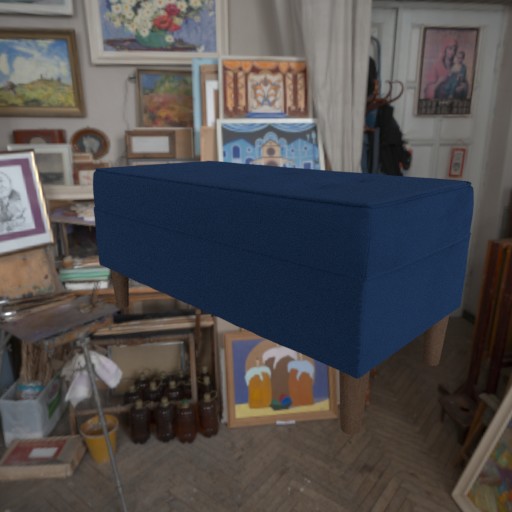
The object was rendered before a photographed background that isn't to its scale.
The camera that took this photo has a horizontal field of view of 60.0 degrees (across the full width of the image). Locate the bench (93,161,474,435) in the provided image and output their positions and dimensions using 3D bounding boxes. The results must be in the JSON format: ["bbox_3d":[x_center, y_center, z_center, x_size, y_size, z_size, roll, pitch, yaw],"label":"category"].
[{"bbox_3d":[0.000,0.000,1.273,1.010,0.467,0.489,15,22,43],"label":"bench"}]
